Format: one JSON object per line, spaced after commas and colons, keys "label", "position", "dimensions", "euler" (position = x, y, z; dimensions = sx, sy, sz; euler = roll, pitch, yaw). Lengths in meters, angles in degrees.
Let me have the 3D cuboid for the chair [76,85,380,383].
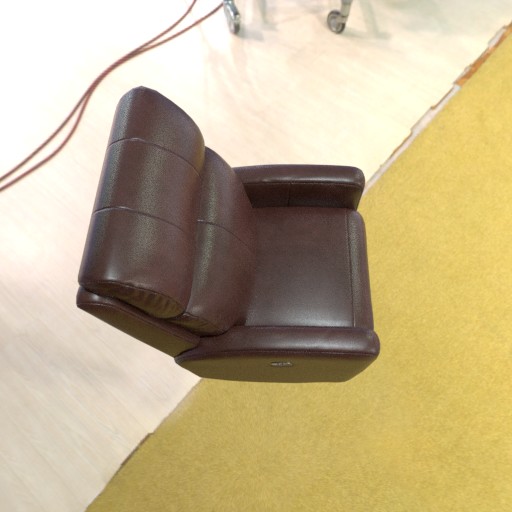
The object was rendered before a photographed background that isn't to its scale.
{"label": "chair", "position": [0.000, 0.000, 1.672], "dimensions": [0.939, 1.016, 0.787], "euler": [2, 64, 1]}
